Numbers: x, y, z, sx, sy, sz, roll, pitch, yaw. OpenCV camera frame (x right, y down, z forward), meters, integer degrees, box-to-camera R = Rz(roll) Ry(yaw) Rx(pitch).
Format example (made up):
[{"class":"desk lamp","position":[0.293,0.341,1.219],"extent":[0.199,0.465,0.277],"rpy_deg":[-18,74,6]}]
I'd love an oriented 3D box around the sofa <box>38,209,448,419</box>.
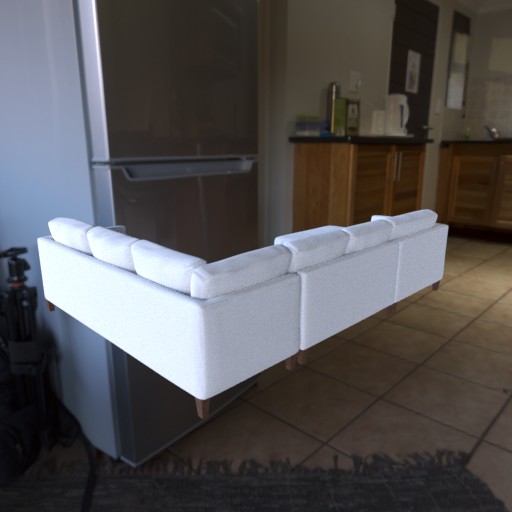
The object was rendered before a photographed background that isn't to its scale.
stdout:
[{"class":"sofa","position":[0.000,0.000,4.606],"extent":[3.459,0.956,2.593],"rpy_deg":[-15,21,-43]}]
